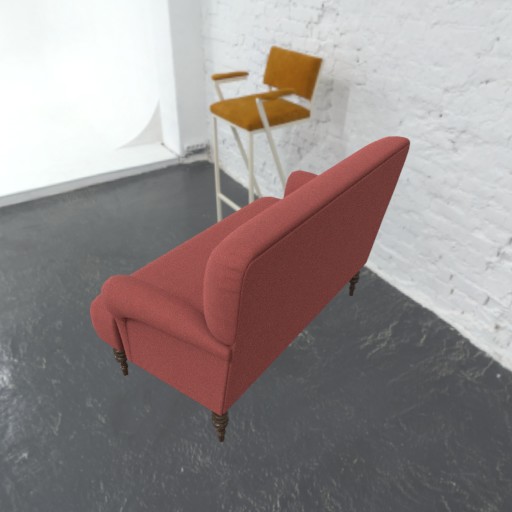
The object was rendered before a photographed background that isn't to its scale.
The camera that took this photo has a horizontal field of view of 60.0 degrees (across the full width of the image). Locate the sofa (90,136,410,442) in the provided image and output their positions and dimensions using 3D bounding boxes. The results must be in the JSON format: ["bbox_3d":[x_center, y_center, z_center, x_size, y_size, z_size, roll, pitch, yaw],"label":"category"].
[{"bbox_3d":[0.000,0.000,1.891,0.779,0.889,1.297,22,39,30],"label":"sofa"}]
